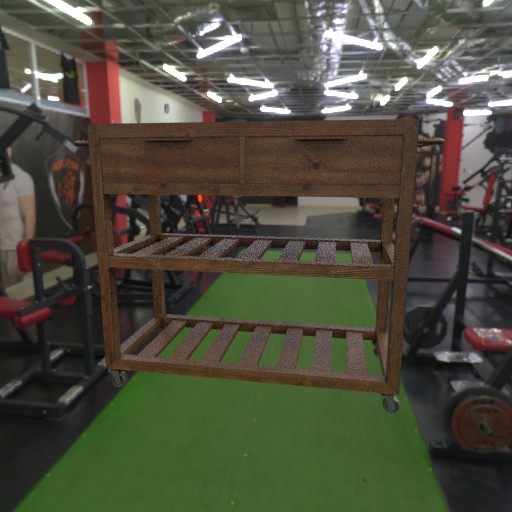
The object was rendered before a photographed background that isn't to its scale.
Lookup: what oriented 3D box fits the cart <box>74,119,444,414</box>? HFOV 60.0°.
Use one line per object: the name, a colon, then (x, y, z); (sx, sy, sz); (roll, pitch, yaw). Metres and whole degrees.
cart: (0.000, 0.000, 1.480); (1.065, 0.830, 0.445); (2, 13, 10)
